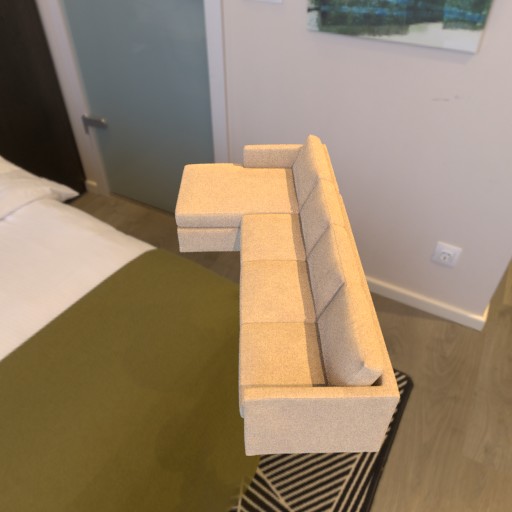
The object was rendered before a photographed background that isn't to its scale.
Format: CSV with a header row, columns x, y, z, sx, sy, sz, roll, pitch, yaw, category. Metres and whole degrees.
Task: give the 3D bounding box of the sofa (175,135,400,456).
x,y,z,sx,sy,sz,roll,pitch,yaw,category
0.000,0.000,3.950,1.638,0.920,3.198,-1,41,-1,sofa
